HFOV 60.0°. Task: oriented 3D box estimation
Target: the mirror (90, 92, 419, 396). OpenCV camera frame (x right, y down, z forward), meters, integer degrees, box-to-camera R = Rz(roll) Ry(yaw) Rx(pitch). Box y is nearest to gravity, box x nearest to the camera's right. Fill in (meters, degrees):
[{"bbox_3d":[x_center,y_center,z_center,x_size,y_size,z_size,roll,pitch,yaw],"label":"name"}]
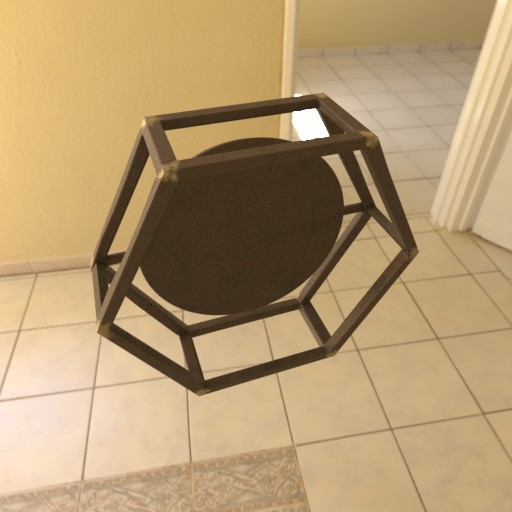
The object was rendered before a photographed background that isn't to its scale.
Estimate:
[{"bbox_3d":[0.000,0.000,0.536,0.380,0.334,0.119,-13,43,-14],"label":"mirror"}]
